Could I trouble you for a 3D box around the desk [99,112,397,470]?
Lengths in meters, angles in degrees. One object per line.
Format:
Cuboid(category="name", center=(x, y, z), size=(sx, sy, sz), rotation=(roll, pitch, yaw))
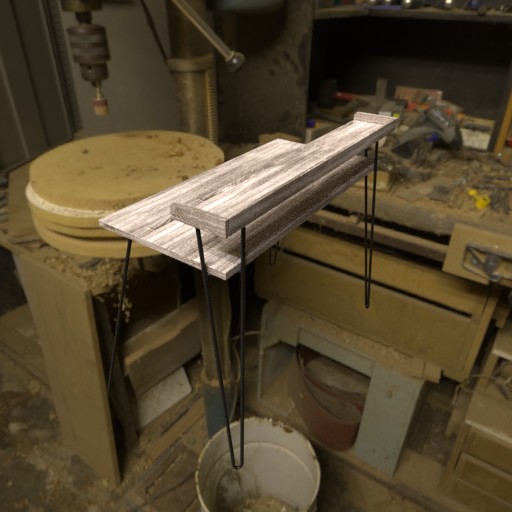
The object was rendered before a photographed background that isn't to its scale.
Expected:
Cuboid(category="desk", center=(0.000, 0.000, 1.680), size=(0.605, 0.899, 1.135), rotation=(21, 38, 30))
